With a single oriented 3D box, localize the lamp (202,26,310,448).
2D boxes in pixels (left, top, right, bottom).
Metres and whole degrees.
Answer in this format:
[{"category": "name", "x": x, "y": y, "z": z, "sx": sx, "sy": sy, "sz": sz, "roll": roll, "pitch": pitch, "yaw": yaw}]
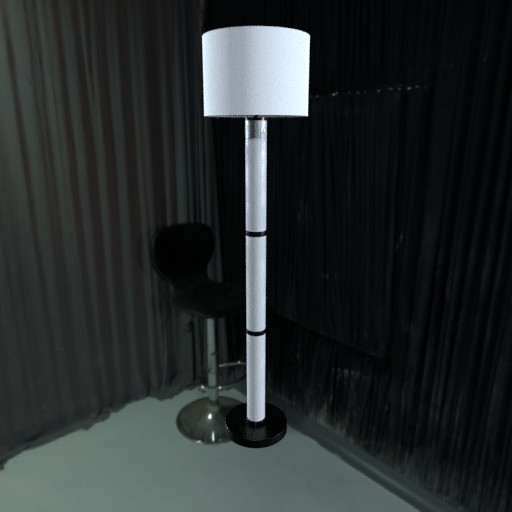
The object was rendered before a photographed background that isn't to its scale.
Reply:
[{"category": "lamp", "x": 0.000, "y": 0.000, "z": 1.769, "sx": 0.377, "sy": 1.599, "sz": 0.377, "roll": -15, "pitch": 22, "yaw": -42}]
